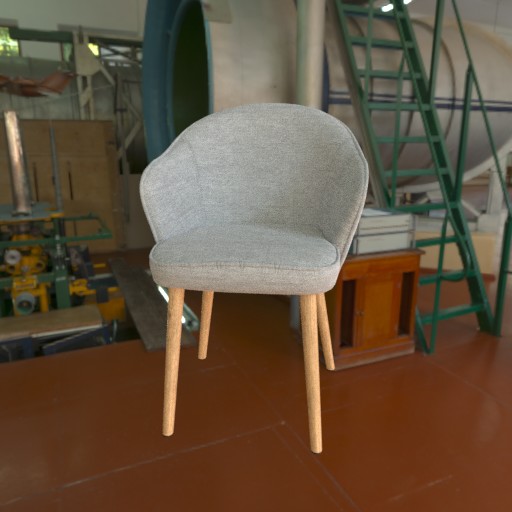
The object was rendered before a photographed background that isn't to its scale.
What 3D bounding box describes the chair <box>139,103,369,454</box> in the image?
[{"bbox_3d":[0.000,0.000,1.164,0.540,0.800,0.530,2,15,9],"label":"chair"}]
